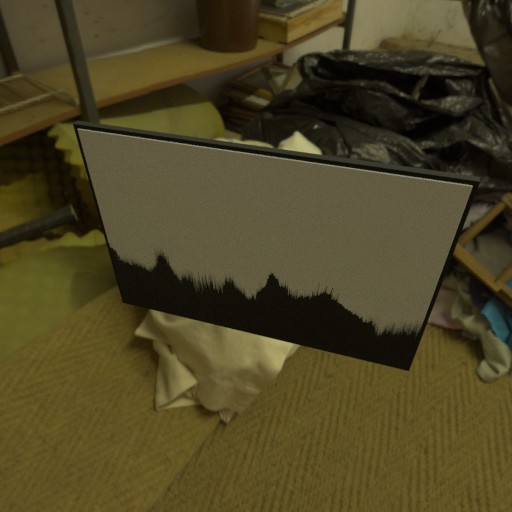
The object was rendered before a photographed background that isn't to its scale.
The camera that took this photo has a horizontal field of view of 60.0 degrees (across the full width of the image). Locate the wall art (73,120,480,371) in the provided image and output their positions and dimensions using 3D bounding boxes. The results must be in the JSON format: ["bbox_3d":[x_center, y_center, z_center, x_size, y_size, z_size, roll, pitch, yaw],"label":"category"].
[{"bbox_3d":[0.000,0.000,1.518,1.190,0.805,0.028,11,42,13],"label":"wall art"}]
